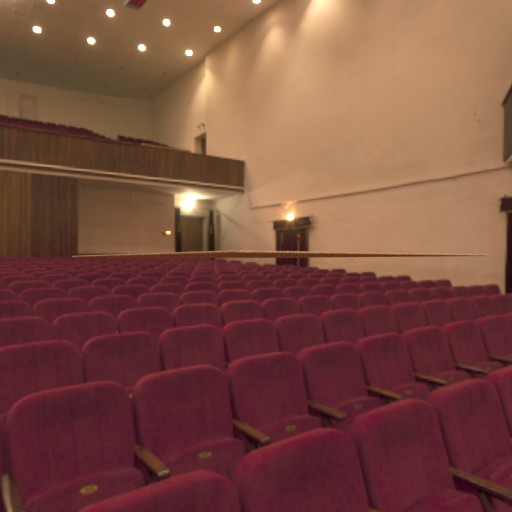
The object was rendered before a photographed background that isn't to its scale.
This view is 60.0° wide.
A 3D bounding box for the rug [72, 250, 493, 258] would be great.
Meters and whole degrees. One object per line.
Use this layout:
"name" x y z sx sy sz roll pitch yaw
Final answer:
"rug" 0.000 0.000 3.966 2.439 0.013 3.048 0 -1 -36
